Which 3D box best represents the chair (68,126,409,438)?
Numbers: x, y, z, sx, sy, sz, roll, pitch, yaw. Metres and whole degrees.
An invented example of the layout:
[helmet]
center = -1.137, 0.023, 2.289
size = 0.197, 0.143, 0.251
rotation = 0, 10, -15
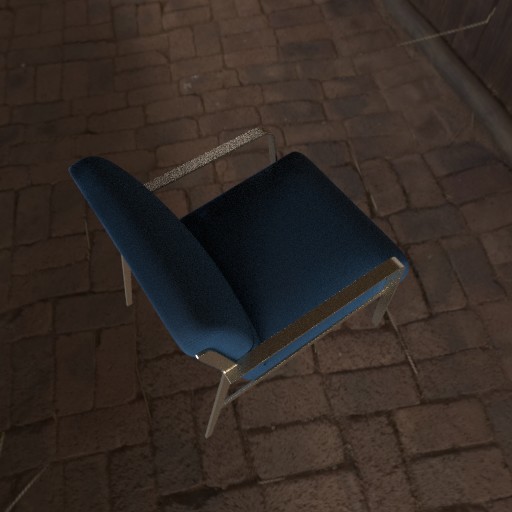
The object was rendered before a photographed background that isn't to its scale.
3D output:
[chair]
center = 0.000, 0.000, 1.464
size = 0.859, 0.831, 0.692
rotation = -31, 64, -17
